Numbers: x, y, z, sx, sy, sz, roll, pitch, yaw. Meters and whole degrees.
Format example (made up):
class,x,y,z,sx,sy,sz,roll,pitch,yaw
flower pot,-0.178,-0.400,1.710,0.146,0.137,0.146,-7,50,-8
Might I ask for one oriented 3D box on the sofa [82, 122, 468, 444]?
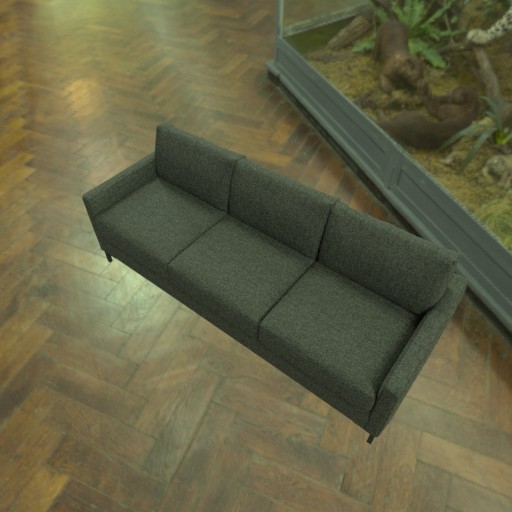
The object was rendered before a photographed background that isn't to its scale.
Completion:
class,x,y,z,sx,sy,sz,roll,pitch,yaw
sofa,0.000,0.000,2.737,2.253,0.879,0.876,30,54,25
